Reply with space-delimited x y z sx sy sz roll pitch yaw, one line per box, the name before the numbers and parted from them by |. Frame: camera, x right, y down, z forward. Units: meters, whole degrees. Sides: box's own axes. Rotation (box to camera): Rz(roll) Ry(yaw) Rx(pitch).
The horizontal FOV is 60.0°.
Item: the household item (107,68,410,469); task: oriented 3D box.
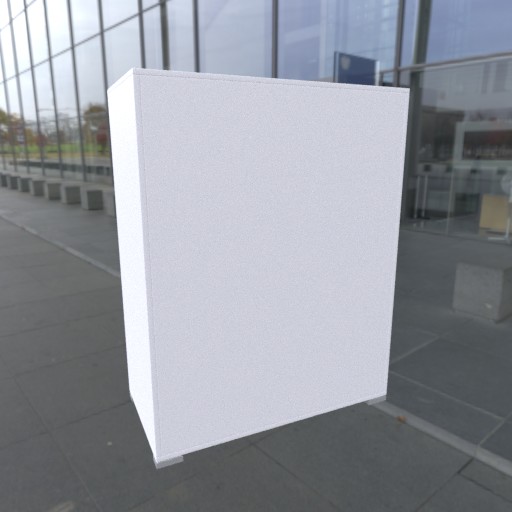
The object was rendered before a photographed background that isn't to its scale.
household item | 0.000 0.000 1.425 0.790 1.010 0.420 -6 15 -25
